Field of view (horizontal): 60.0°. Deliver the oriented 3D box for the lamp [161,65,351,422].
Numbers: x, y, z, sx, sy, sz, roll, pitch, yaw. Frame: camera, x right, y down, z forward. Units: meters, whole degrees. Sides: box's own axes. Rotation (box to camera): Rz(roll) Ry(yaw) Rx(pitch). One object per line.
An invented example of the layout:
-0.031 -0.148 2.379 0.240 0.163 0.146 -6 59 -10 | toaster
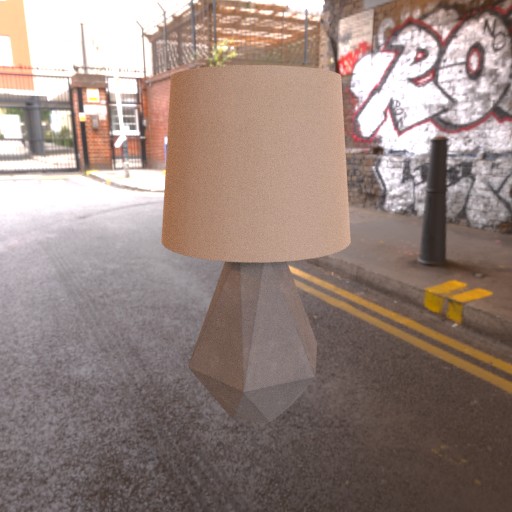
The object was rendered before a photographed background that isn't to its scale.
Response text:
0.000 0.000 0.668 0.276 0.501 0.276 0 15 0 | lamp
